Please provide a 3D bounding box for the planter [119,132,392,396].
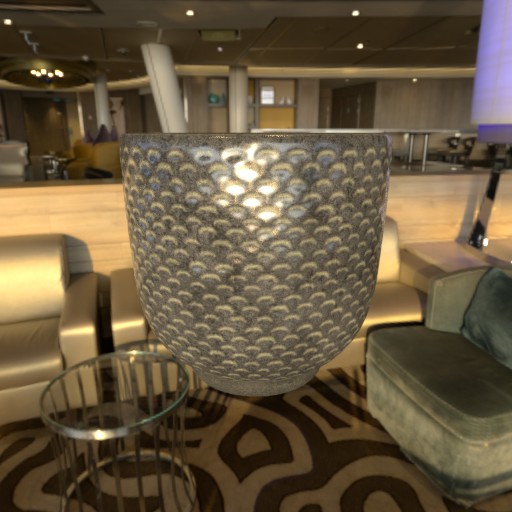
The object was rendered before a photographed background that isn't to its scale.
[{"bbox_3d":[0.000,0.000,0.356,0.197,0.191,0.197,0,16,0],"label":"planter"}]
